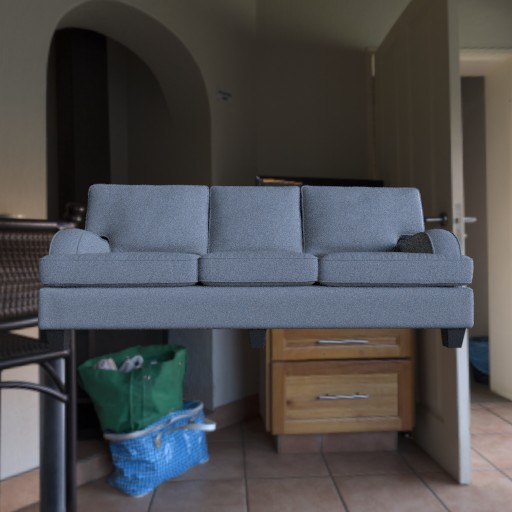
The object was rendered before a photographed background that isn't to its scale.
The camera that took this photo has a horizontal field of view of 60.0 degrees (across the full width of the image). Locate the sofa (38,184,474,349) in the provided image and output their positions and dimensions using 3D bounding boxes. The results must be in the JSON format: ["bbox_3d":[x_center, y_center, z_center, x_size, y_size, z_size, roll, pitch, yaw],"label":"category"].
[{"bbox_3d":[0.000,0.000,2.803,2.323,0.997,1.016,0,-1,-1],"label":"sofa"}]
